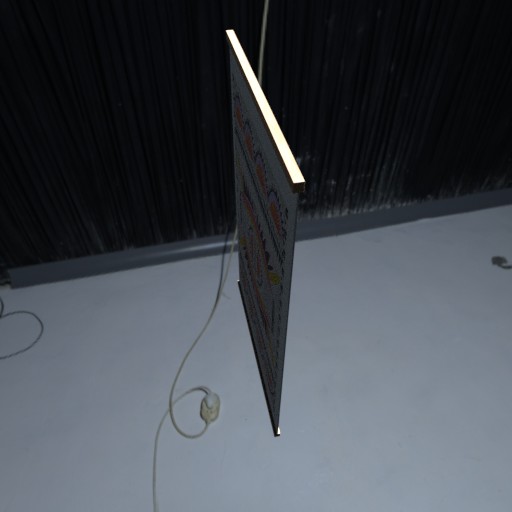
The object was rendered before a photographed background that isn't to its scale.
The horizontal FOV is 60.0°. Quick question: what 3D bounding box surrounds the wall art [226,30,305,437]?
[{"bbox_3d":[0.000,0.000,1.949,0.028,1.533,0.999,-9,47,-8],"label":"wall art"}]
